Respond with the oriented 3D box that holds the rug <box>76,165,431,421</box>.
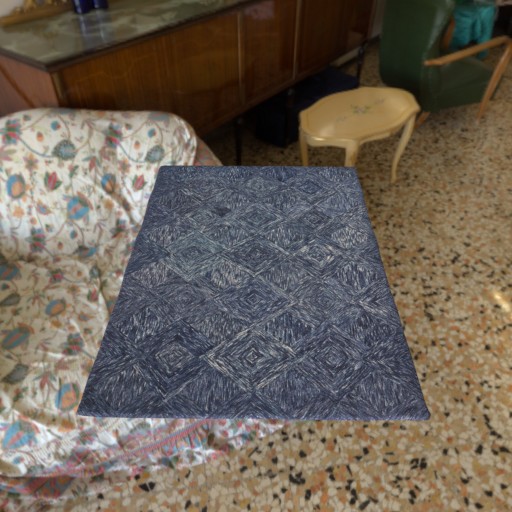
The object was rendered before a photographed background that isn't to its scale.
[{"bbox_3d":[0.000,0.000,4.159,2.385,0.024,3.245,0,42,1],"label":"rug"}]
